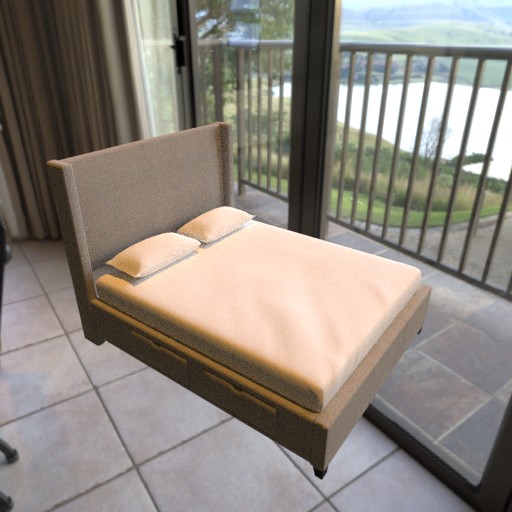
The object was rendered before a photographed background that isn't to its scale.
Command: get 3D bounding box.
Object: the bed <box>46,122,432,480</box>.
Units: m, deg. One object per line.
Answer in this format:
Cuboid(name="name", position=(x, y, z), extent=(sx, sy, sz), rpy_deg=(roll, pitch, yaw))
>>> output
Cuboid(name="bed", position=(0.000, 0.000, 3.366), extent=(2.222, 1.491, 1.774), rpy_deg=(19, 33, 32))
